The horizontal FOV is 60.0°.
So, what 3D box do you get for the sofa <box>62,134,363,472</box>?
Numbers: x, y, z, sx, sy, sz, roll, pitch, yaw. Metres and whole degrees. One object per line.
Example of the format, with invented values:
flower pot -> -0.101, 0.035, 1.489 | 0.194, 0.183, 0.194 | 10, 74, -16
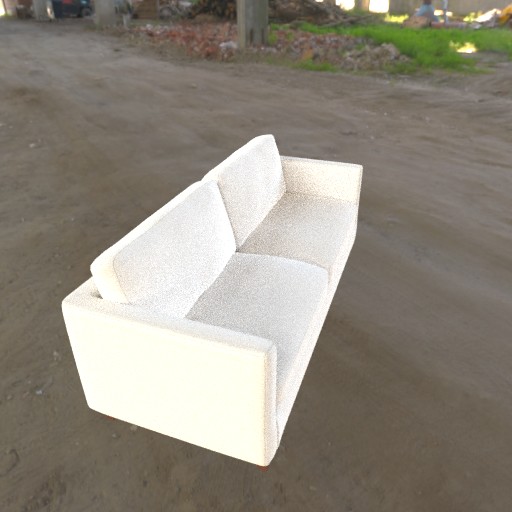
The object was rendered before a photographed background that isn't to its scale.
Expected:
sofa -> 0.000, 0.000, 2.613 | 0.924, 0.933, 2.139 | 11, 32, 17
